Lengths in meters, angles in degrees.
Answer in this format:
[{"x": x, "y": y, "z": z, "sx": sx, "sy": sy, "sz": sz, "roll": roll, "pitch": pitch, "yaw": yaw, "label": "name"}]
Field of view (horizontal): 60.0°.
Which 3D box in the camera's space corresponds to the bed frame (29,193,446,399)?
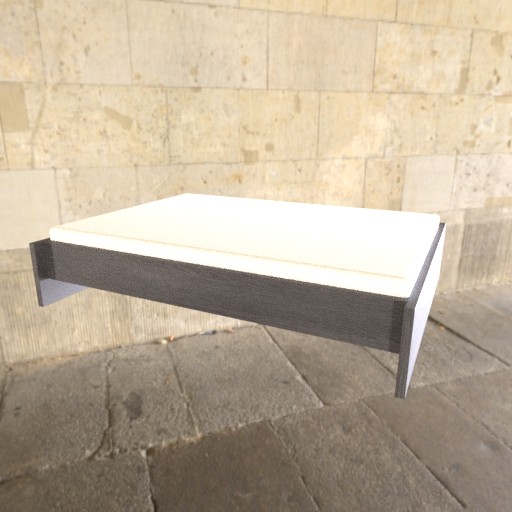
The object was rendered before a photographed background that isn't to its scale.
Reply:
[{"x": 0.000, "y": 0.000, "z": 2.620, "sx": 1.950, "sy": 0.432, "sz": 1.490, "roll": 8, "pitch": 19, "yaw": 25, "label": "bed frame"}]
